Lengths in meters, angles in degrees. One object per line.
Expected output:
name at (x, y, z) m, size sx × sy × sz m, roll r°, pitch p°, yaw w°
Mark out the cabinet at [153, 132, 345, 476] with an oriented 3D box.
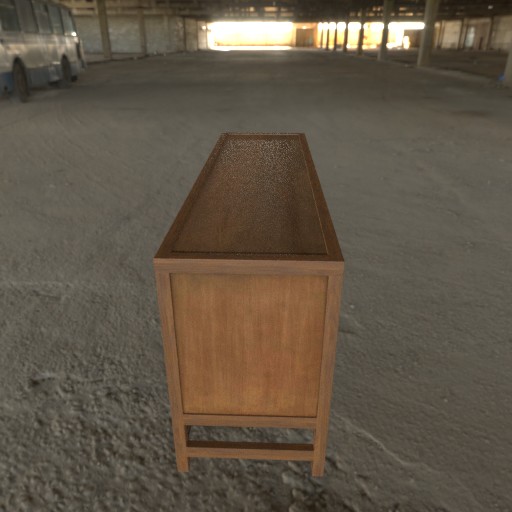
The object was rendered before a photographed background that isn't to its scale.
cabinet at (0.000, 0.000, 2.098) m, size 0.522 × 0.820 × 1.708 m, roll 1°, pitch 26°, yaw 2°
